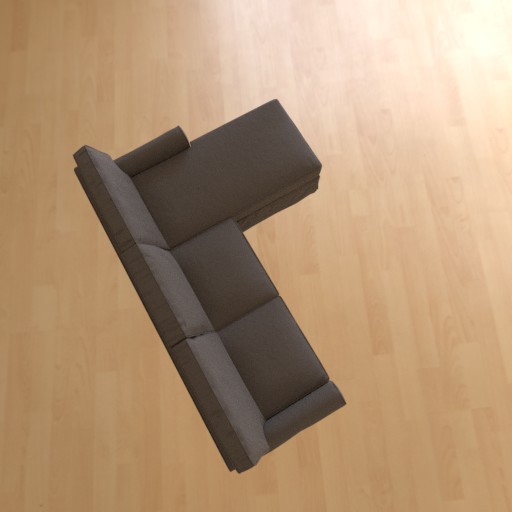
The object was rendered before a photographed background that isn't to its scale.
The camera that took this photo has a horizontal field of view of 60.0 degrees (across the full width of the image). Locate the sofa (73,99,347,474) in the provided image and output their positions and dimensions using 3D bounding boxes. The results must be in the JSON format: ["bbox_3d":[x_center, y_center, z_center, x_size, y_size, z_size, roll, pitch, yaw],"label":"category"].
[{"bbox_3d":[0.000,0.000,3.370,1.733,0.978,2.475,-29,77,-7],"label":"sofa"}]
